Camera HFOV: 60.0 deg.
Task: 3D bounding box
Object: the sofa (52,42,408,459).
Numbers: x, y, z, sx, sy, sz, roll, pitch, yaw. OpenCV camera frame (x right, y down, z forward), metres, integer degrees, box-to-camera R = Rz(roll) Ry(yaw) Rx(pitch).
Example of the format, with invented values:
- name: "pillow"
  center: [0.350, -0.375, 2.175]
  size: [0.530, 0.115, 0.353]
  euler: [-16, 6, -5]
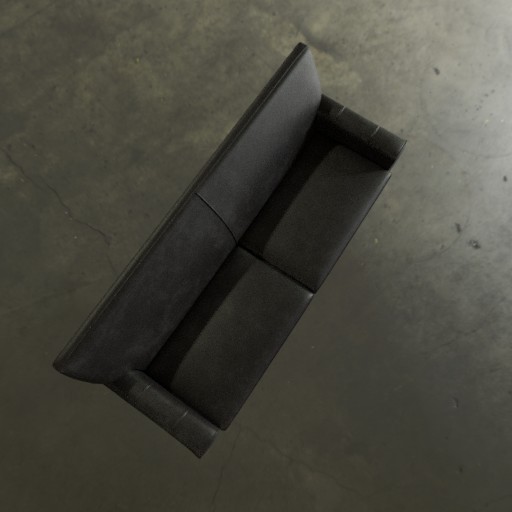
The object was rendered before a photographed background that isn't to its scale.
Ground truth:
- name: "sofa"
  center: [0.000, 0.000, 2.540]
  size: [0.805, 0.947, 2.053]
  euler: [33, 78, 8]
